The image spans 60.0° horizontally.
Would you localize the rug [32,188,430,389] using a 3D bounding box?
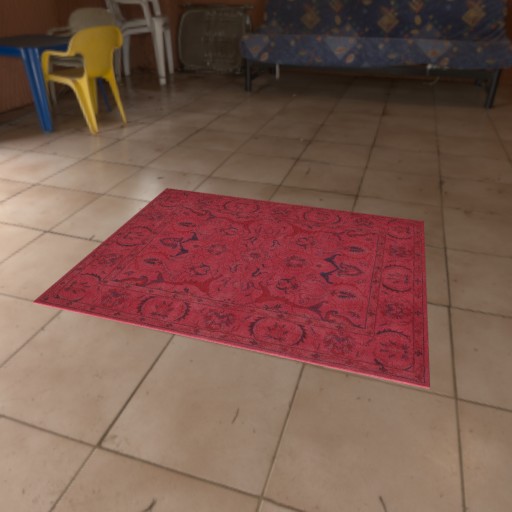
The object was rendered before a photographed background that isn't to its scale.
[{"bbox_3d":[0.000,0.000,4.006,2.929,0.012,2.300,9,33,14],"label":"rug"}]
